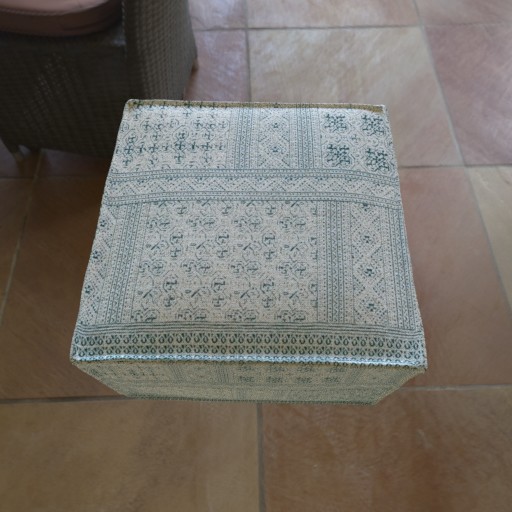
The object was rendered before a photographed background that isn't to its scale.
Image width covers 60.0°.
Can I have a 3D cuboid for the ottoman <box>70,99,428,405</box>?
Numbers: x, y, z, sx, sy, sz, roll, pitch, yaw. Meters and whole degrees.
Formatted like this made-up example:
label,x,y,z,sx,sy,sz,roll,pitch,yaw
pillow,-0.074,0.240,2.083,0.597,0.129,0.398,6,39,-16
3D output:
label,x,y,z,sx,sy,sz,roll,pitch,yaw
ottoman,0.000,0.000,1.047,0.626,0.439,0.617,1,63,1
